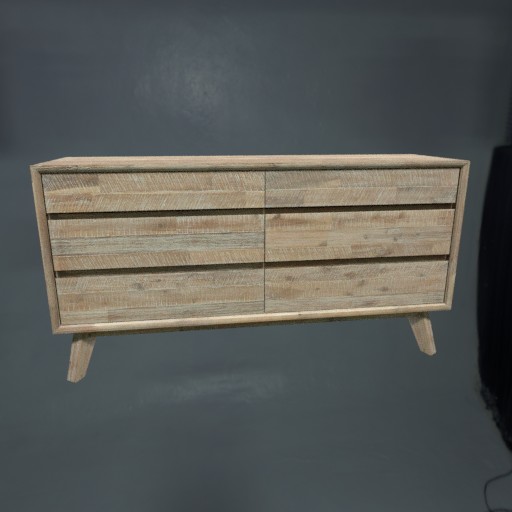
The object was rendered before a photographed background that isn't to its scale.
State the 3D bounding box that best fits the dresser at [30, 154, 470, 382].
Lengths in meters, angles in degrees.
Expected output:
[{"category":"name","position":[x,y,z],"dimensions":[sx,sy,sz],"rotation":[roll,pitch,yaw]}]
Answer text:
[{"category":"dresser","position":[0.000,0.000,1.876],"dimensions":[1.554,0.805,0.455],"rotation":[-2,16,-8]}]
